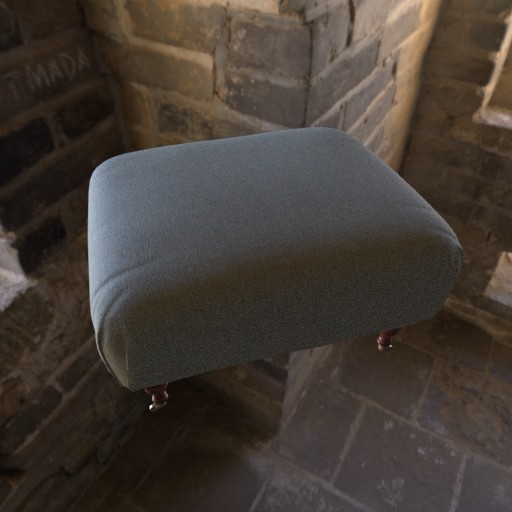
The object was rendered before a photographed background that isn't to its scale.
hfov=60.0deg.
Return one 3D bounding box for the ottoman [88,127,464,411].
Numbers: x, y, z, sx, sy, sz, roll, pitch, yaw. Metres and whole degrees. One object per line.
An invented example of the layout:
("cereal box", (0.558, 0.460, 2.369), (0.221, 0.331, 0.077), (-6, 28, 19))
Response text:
("ottoman", (0.000, 0.000, 1.101), (0.747, 0.450, 0.622), (-11, 41, -13))
